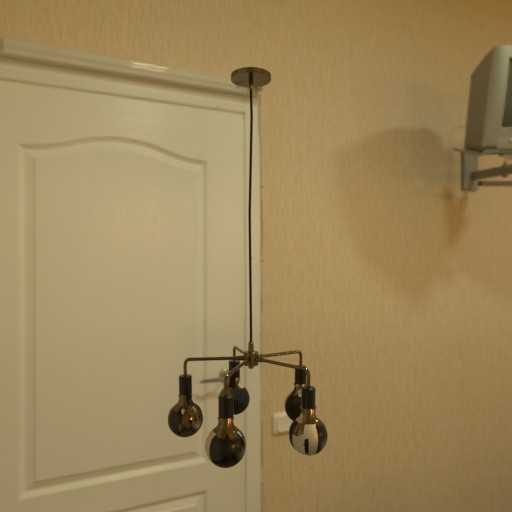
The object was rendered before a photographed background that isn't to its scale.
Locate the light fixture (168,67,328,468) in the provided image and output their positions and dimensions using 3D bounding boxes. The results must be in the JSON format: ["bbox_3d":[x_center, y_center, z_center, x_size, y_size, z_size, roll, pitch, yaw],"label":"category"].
[{"bbox_3d":[0.000,0.000,1.203,0.421,0.988,0.438,0,0,37],"label":"light fixture"}]
